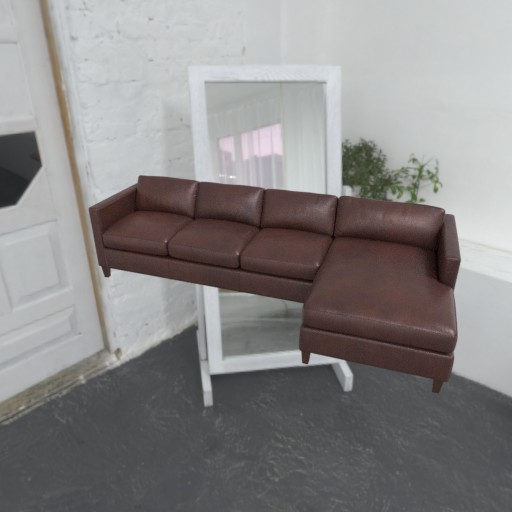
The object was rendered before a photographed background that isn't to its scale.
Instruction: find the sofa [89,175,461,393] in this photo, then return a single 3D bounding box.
[{"bbox_3d":[0.000,0.000,3.875,3.203,0.883,1.581,9,28,17],"label":"sofa"}]
